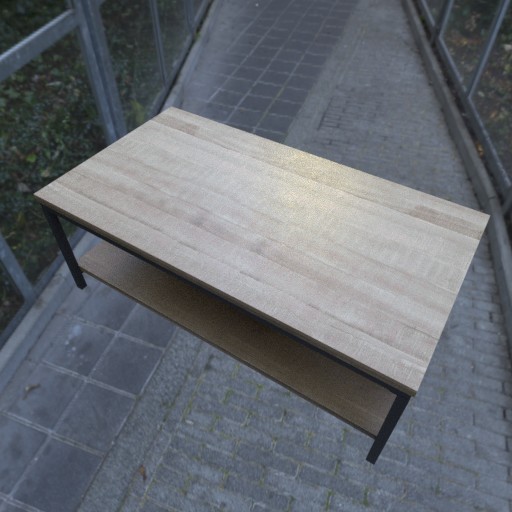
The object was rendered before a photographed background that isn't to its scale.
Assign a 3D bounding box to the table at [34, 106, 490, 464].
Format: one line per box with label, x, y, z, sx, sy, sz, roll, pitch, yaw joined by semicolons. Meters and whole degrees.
table;0.000;0.000;1.310;1.062;0.393;0.574;25;51;22
